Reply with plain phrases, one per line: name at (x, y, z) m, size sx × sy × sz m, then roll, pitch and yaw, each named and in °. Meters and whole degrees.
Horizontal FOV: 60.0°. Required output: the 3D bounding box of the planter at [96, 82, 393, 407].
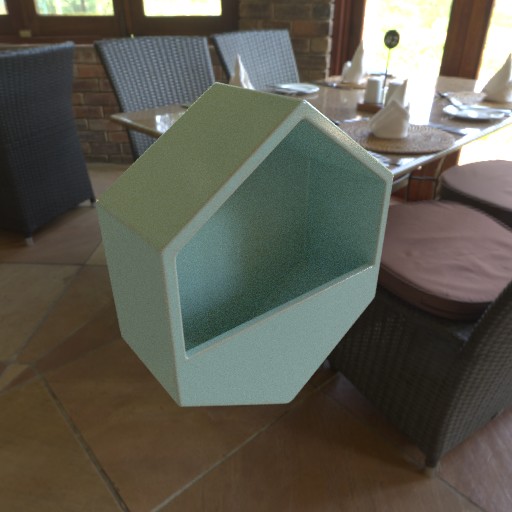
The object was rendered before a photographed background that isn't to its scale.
planter at (0.000, 0.000, 0.291) m, size 0.169 × 0.207 × 0.078 m, roll -22°, pitch 36°, yaw -33°
